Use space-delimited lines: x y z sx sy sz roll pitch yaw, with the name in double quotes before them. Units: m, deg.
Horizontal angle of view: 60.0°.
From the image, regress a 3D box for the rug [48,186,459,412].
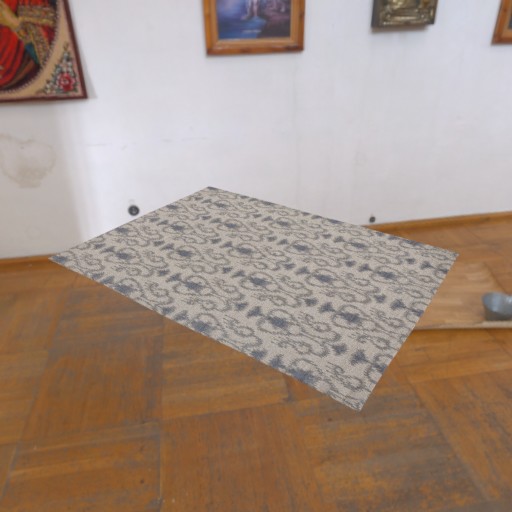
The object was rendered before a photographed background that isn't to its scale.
"rug" 0.000 0.000 3.026 2.261 0.013 1.676 19 35 30
